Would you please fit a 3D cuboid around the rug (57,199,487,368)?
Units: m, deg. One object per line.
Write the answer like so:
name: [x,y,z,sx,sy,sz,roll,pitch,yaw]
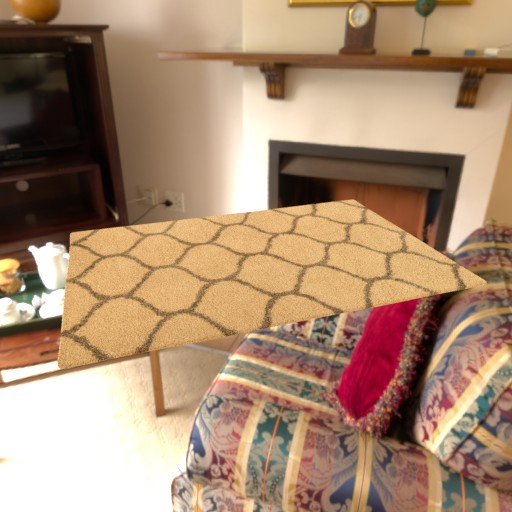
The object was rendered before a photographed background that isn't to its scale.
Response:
rug: [0.000,0.000,3.362,2.701,0.026,1.801,-8,27,-17]
